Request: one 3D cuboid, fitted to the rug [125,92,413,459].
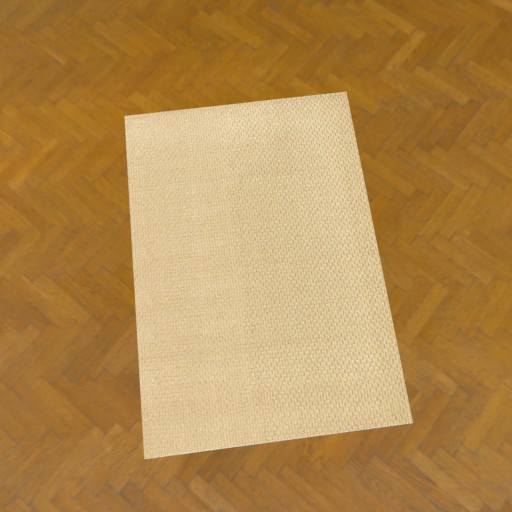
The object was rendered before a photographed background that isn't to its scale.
[{"bbox_3d":[0.000,0.000,2.733,1.509,0.013,2.144,-7,76,-2],"label":"rug"}]
